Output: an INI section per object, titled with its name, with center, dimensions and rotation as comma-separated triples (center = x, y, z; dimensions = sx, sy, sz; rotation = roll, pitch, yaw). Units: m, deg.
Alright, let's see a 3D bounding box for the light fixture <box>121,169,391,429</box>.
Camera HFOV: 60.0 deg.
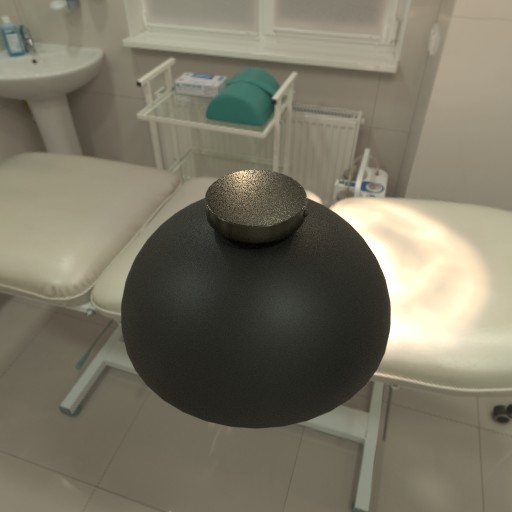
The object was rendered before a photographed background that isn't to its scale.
[light fixture]
center = 0.000, 0.000, 0.546
dimensions = 0.355, 0.177, 0.355
rotation = 0, 41, 0
